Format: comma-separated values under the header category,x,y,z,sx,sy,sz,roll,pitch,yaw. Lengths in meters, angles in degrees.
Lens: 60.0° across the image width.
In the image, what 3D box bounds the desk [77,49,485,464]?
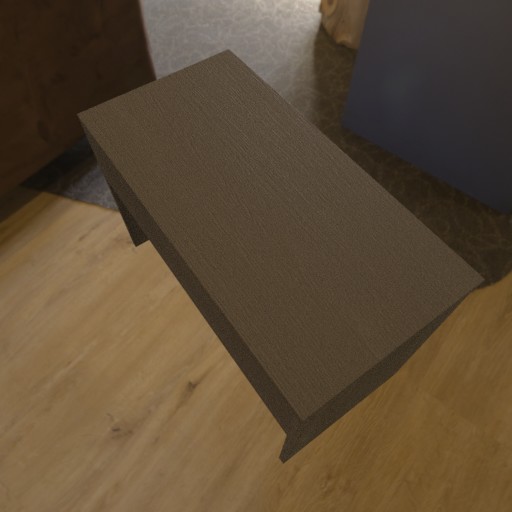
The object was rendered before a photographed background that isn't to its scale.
category,x,y,z,sx,sy,sz,roll,pitch,yaw
desk,0.000,0.000,1.516,0.557,0.729,1.099,-31,64,-17
